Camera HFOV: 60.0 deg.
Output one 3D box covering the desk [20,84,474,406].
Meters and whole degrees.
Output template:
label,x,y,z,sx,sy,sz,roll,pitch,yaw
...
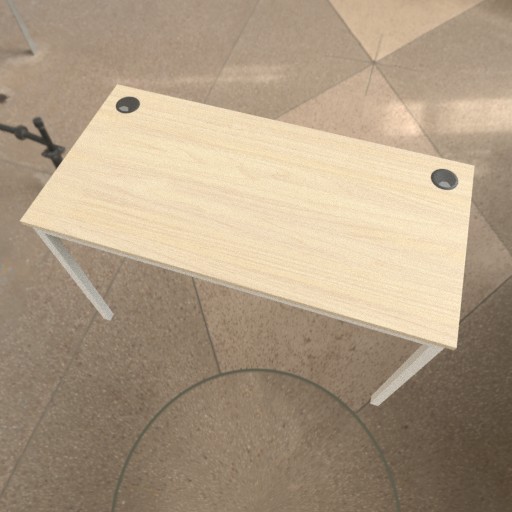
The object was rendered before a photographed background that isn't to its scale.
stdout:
label,x,y,z,sx,sy,sz,roll,pitch,yaw
desk,0.000,0.000,1.615,1.200,0.750,0.600,16,61,9
